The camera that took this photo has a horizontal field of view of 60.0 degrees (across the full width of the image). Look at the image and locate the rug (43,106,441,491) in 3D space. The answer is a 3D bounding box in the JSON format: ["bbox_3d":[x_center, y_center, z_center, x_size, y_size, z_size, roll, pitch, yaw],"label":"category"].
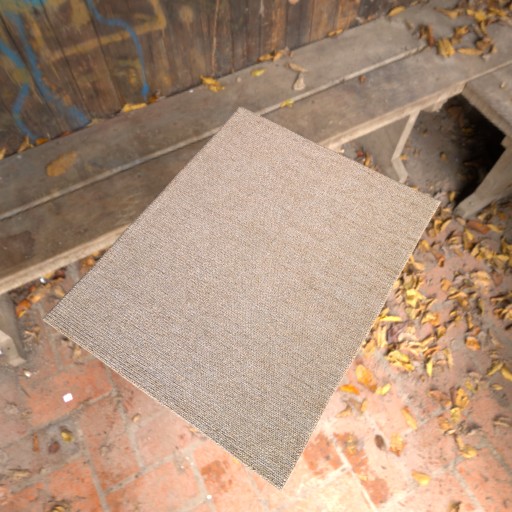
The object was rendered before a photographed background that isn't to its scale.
[{"bbox_3d":[0.000,0.000,4.099,2.406,0.012,3.034,30,66,15],"label":"rug"}]
